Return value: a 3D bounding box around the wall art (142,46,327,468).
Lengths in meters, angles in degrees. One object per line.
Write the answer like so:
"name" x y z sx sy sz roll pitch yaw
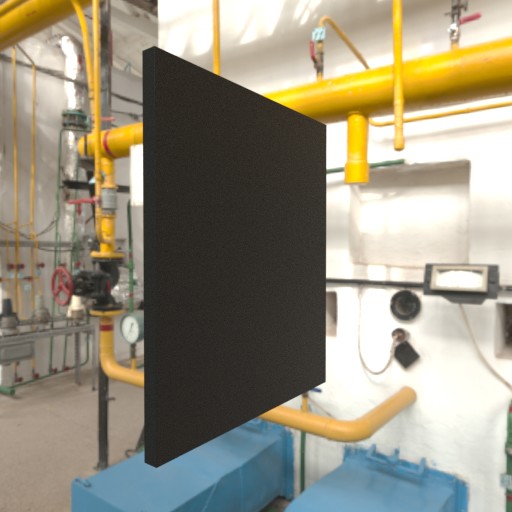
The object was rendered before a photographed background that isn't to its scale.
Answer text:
"wall art" 0.000 0.000 0.707 0.023 0.505 0.428 1 1 37
